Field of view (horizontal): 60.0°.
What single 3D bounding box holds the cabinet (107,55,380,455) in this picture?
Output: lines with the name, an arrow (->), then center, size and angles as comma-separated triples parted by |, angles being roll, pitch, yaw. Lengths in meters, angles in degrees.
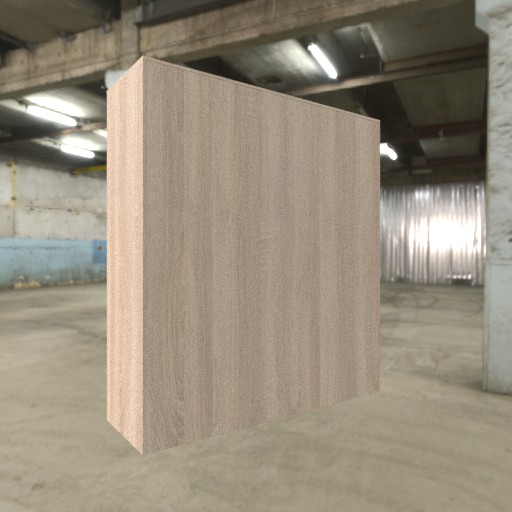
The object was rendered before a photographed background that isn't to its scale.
cabinet -> 0.000, 0.000, 3.072 | 1.870, 2.060, 0.620 | 0, 0, -36
